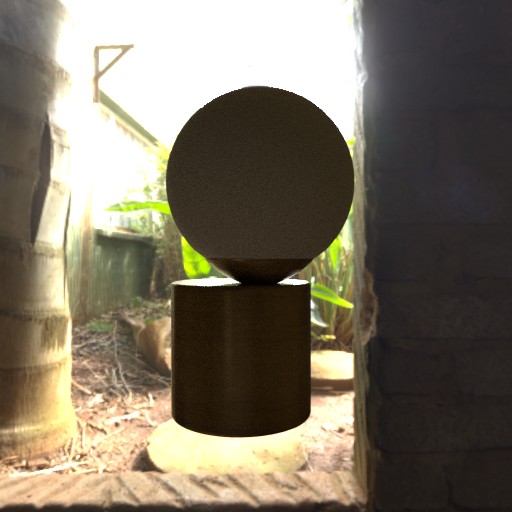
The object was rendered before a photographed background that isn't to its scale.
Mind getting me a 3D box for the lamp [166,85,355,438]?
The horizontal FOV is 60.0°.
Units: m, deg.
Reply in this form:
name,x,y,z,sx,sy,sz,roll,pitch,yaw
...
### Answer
name,x,y,z,sx,sy,sz,roll,pitch,yaw
lamp,0.000,0.000,0.343,0.141,0.250,0.152,0,0,-35
